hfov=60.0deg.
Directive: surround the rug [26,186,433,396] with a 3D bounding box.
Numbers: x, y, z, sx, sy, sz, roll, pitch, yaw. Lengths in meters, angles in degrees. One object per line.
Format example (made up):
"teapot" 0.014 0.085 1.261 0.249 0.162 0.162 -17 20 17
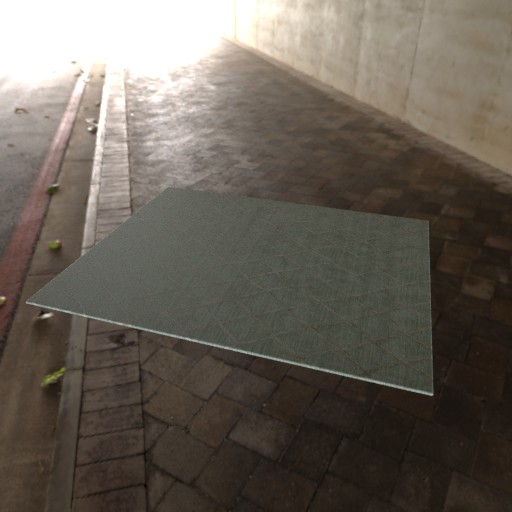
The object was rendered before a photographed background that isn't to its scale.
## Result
"rug" 0.000 0.000 4.077 3.039 0.019 2.420 9 33 15
